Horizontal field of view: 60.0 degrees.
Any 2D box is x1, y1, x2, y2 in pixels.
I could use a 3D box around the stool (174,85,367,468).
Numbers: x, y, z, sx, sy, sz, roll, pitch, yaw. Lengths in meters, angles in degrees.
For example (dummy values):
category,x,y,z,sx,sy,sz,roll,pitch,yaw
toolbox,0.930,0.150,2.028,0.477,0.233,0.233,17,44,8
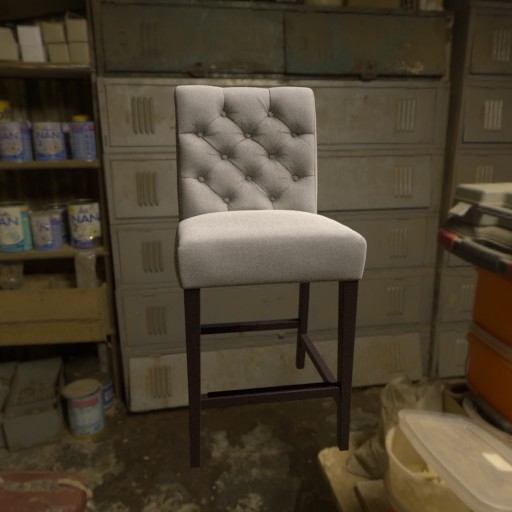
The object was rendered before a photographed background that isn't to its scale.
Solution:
category,x,y,z,sx,sy,sz,roll,pitch,yaw
stool,0.000,0.000,1.384,0.493,1.040,0.601,-2,16,-9
